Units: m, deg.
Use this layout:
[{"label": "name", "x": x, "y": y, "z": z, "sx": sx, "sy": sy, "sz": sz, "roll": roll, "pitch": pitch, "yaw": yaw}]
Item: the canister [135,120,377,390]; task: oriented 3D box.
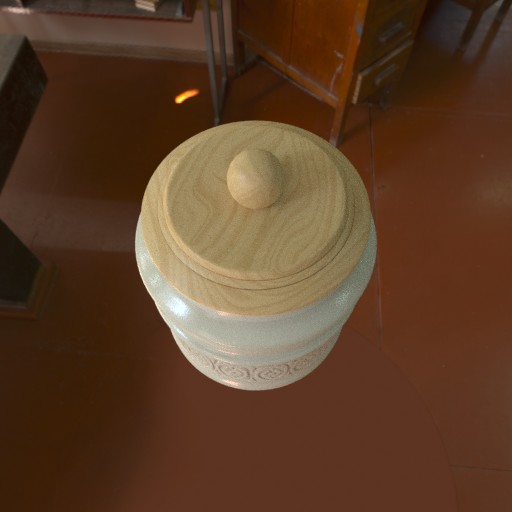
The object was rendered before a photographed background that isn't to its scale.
[{"label": "canister", "x": 0.000, "y": 0.000, "z": 0.266, "sx": 0.130, "sy": 0.176, "sz": 0.130, "roll": 0, "pitch": 63, "yaw": 0}]
